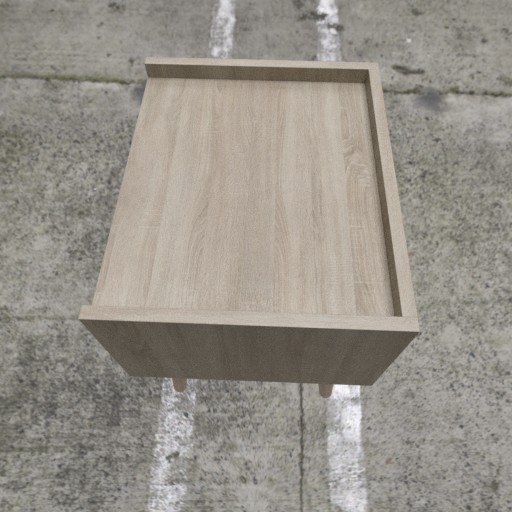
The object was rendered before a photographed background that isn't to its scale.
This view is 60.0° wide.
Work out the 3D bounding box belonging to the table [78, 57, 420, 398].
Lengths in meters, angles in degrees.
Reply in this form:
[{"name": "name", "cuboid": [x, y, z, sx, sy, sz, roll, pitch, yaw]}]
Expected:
[{"name": "table", "cuboid": [0.000, 0.000, 0.795, 0.370, 0.470, 0.450, 2, 60, 1]}]
